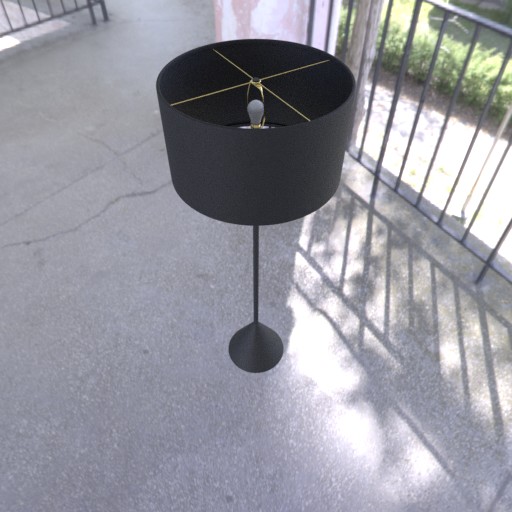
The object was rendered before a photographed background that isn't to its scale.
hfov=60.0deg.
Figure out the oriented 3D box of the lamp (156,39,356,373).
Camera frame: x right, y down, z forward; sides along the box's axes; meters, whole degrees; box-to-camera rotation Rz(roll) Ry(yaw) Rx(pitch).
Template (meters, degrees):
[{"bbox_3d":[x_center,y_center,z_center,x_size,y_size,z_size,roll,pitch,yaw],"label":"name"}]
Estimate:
[{"bbox_3d":[0.000,0.000,1.851,0.580,1.526,0.580,-24,51,-21],"label":"lamp"}]
